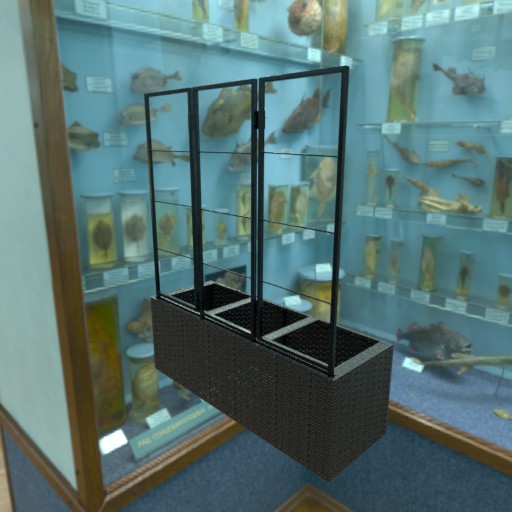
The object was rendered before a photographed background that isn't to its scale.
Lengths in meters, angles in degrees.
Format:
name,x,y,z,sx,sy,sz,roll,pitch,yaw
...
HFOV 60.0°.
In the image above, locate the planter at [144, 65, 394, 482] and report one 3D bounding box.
name,x,y,z,sx,sy,sz,roll,pitch,yaw
planter,0.000,0.000,1.172,0.244,0.841,0.699,-14,20,-42
